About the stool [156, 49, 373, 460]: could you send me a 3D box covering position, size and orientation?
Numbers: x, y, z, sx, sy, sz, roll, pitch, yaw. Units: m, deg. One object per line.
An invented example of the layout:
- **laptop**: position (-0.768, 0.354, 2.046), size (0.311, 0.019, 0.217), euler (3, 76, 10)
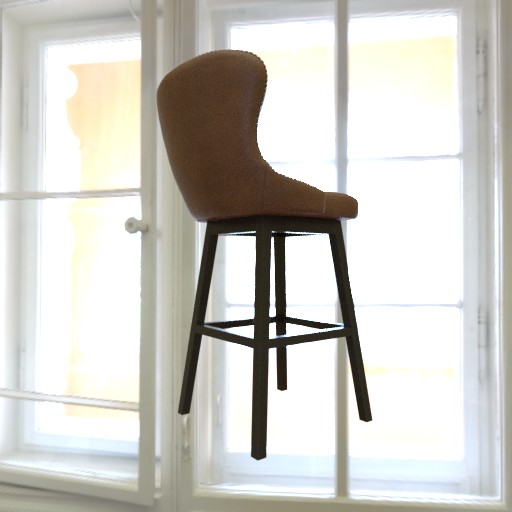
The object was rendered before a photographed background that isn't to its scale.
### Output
- **stool**: position (0.000, 0.000, 1.410), size (0.601, 1.050, 0.528), euler (0, 0, -37)
